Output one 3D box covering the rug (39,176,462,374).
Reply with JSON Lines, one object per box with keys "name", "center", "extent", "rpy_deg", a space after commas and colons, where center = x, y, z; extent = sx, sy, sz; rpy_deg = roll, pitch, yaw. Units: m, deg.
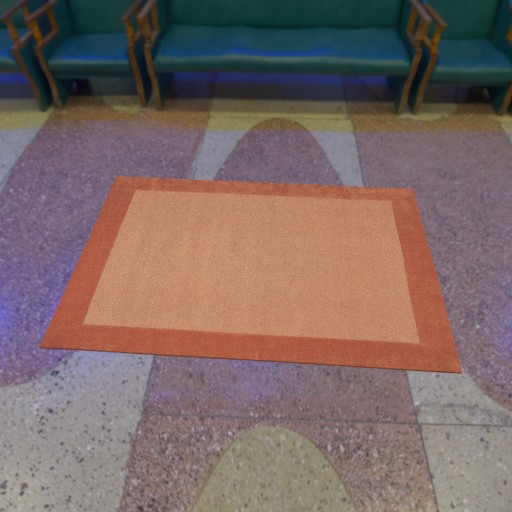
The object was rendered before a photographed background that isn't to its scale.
{"name": "rug", "center": [0.000, 0.000, 2.316], "extent": [1.829, 0.014, 1.219], "rpy_deg": [3, 48, 3]}
